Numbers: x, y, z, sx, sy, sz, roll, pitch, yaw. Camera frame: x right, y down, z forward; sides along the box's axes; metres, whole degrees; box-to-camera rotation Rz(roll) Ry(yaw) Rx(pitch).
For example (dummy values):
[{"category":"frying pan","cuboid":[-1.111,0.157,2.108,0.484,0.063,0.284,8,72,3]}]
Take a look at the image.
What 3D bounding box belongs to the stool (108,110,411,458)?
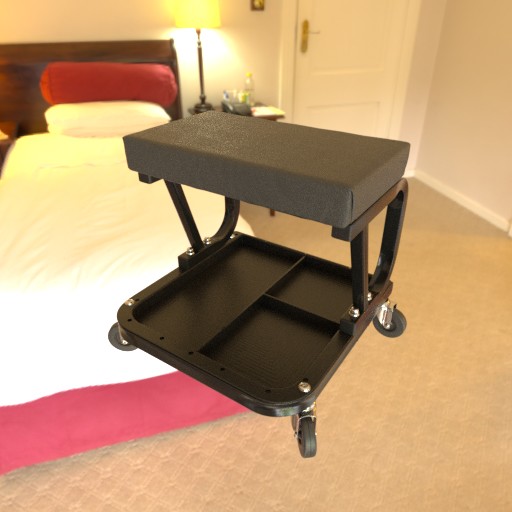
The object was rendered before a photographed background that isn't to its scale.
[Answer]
[{"category":"stool","cuboid":[0.000,0.000,0.726,0.446,0.380,0.371,19,36,29]}]
